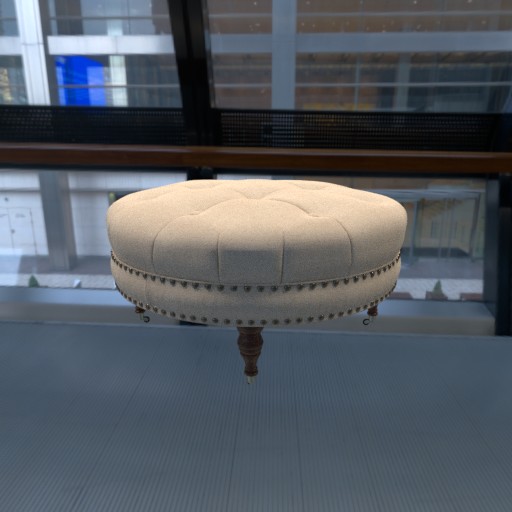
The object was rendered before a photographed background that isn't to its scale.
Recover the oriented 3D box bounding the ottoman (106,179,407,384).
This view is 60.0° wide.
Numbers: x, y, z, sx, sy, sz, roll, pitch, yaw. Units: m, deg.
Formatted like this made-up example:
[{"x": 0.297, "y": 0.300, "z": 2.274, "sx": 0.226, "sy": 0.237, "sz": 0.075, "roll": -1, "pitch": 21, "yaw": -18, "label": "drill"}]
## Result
[{"x": 0.000, "y": 0.000, "z": 1.474, "sx": 0.940, "sy": 0.483, "sz": 0.940, "roll": 0, "pitch": 16, "yaw": 0, "label": "ottoman"}]
